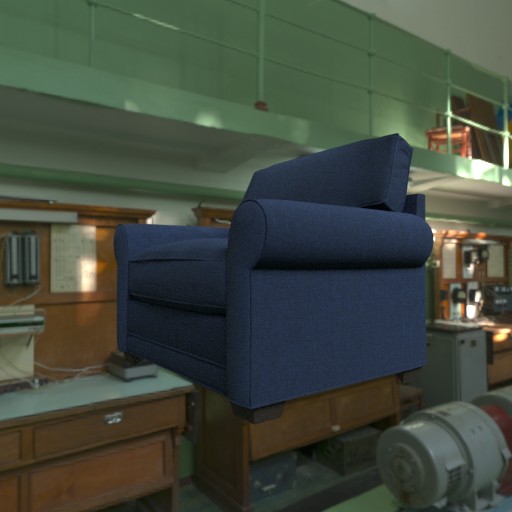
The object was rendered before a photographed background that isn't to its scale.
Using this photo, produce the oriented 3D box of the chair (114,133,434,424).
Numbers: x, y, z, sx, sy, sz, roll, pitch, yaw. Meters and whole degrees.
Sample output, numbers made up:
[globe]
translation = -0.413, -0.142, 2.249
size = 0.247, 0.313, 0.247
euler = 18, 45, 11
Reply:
[chair]
translation = 0.000, 0.000, 2.025
size = 0.963, 1.044, 1.285
euler = 1, -1, -37
